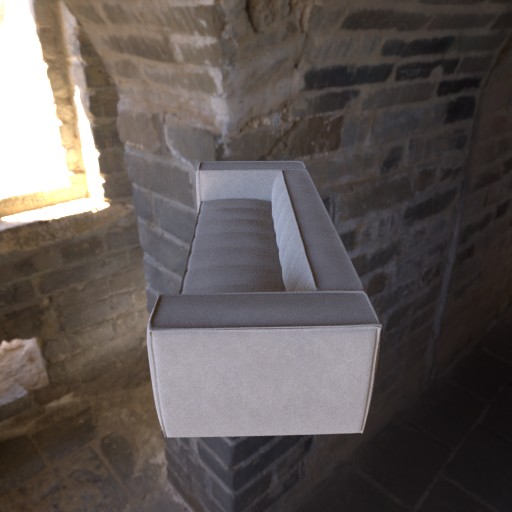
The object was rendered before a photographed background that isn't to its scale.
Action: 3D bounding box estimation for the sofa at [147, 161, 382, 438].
[{"bbox_3d":[0.000,0.000,3.140,1.038,0.680,2.697,-1,27,-2],"label":"sofa"}]
